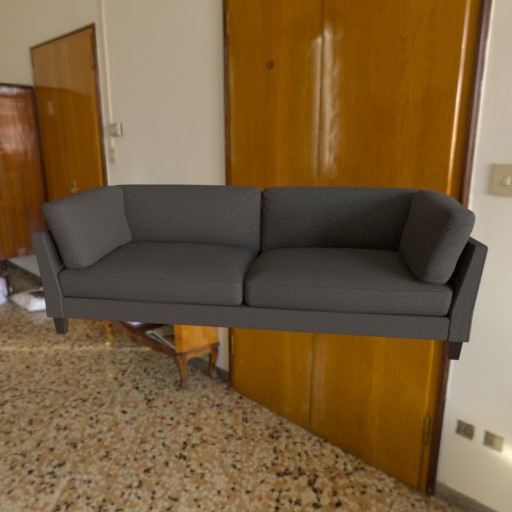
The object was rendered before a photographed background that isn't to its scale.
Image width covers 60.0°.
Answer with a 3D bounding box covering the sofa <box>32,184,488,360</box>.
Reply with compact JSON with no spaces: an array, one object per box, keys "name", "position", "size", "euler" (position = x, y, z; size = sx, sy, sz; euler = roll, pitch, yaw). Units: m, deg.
[{"name":"sofa","position":[0.000,0.000,2.684],"size":[2.312,0.792,0.969],"euler":[2,14,8]}]
